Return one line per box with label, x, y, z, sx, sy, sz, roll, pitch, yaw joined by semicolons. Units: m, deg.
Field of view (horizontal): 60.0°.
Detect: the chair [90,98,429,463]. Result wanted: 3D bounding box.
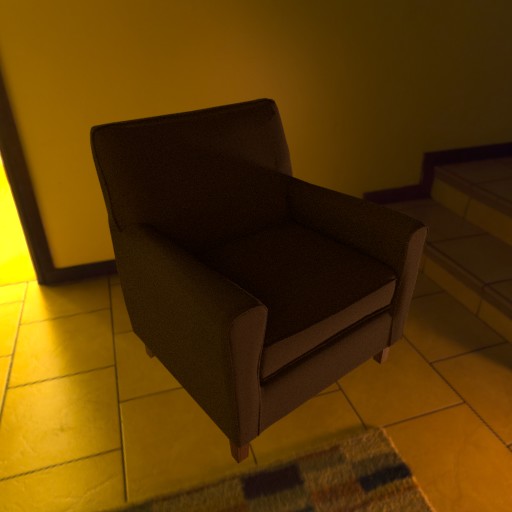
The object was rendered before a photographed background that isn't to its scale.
chair;0.000;0.000;1.616;0.836;0.911;0.831;-22;37;-32
